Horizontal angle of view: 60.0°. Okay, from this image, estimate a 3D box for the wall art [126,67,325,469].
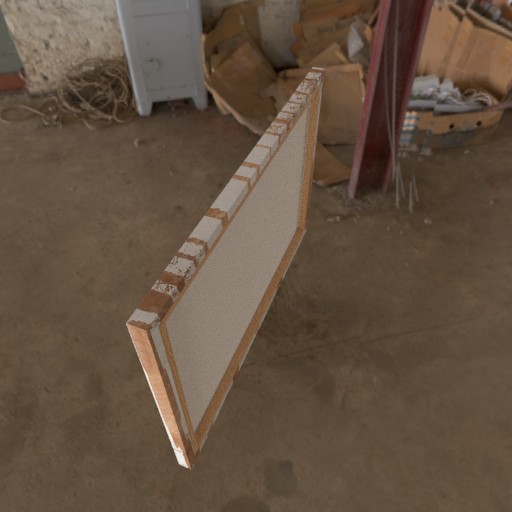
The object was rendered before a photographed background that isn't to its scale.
[{"bbox_3d":[0.000,0.000,1.151,0.035,0.609,0.914,17,49,15],"label":"wall art"}]
